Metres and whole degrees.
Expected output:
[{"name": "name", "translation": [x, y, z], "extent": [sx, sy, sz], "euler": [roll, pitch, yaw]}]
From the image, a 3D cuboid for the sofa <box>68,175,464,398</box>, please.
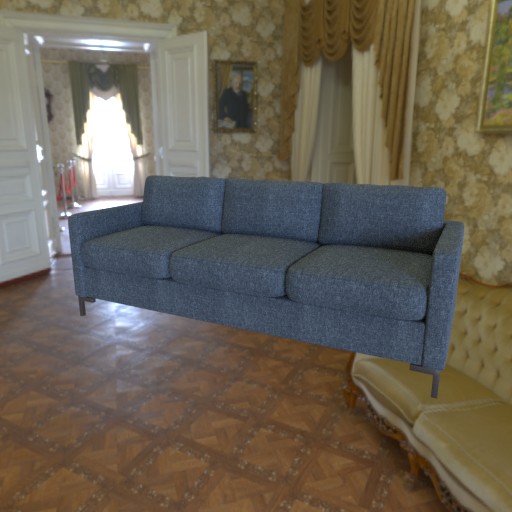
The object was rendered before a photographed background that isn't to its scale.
[{"name": "sofa", "translation": [0.000, 0.000, 2.666], "extent": [2.218, 0.874, 0.859], "euler": [7, 16, 25]}]
